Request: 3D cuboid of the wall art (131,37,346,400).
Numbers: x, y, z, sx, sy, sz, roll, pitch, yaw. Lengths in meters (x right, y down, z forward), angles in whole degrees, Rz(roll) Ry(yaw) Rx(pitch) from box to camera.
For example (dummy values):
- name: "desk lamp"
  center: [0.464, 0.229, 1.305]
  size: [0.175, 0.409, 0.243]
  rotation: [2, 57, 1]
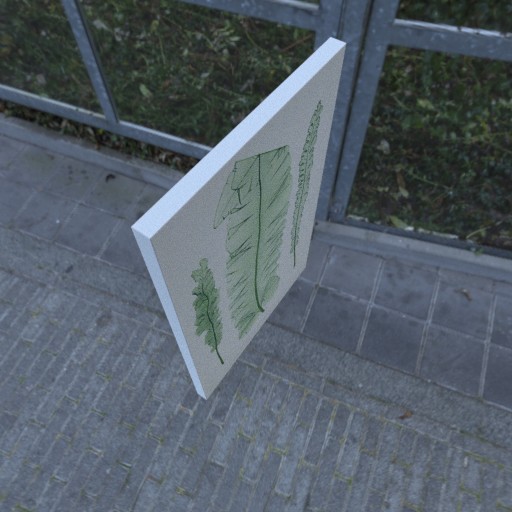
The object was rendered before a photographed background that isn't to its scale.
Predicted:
- name: "wall art"
  center: [0.000, 0.000, 1.189]
  size: [0.038, 0.914, 0.610]
  rotation: [30, 62, 18]
